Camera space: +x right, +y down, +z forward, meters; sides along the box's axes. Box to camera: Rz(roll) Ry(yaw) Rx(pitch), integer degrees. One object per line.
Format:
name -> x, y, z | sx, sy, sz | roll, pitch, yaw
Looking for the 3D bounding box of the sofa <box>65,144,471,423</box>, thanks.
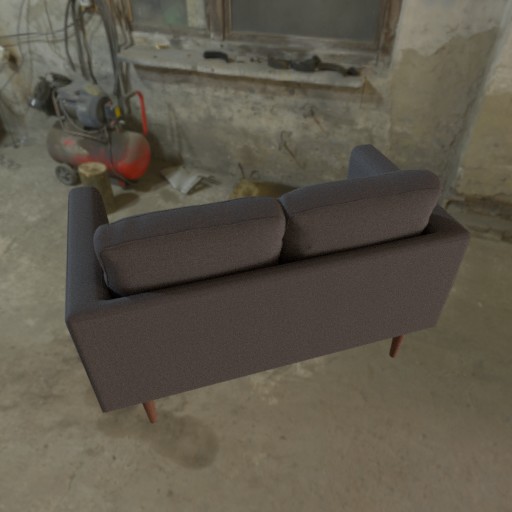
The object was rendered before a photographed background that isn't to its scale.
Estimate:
sofa -> 0.000, 0.000, 1.896 | 1.430, 0.908, 0.796 | -11, 42, -13
